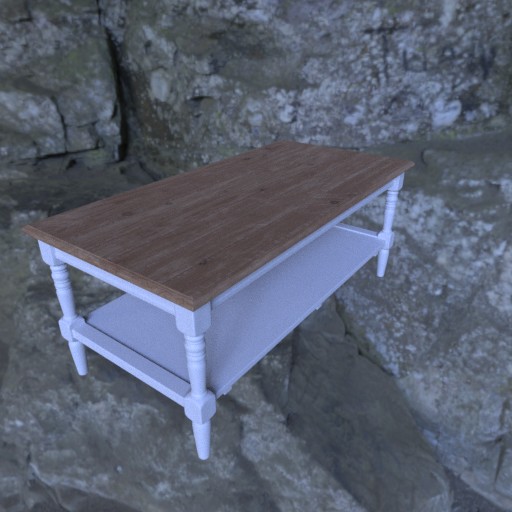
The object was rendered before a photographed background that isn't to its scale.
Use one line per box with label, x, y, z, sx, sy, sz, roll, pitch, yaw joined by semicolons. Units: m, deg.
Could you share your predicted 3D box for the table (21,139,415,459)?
table;0.000;0.000;1.400;0.559;0.458;1.118;19;33;32
